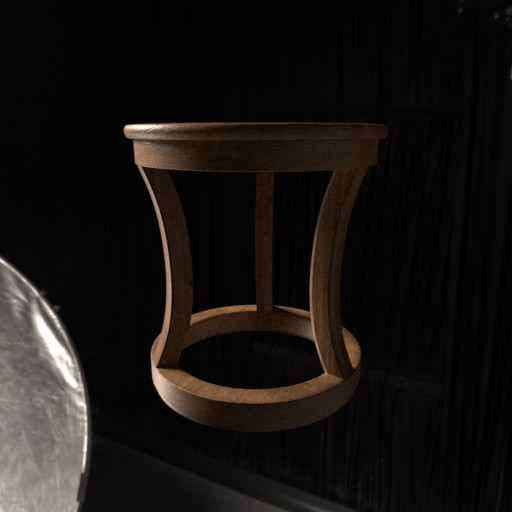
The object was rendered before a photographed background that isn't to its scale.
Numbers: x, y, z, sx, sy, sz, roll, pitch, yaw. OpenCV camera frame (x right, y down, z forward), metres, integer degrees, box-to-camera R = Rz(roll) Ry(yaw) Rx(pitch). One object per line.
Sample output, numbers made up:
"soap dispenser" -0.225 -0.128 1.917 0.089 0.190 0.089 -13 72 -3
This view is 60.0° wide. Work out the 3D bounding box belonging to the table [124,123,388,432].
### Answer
"table" 0.000 0.000 0.814 0.432 0.460 0.432 0 16 0
